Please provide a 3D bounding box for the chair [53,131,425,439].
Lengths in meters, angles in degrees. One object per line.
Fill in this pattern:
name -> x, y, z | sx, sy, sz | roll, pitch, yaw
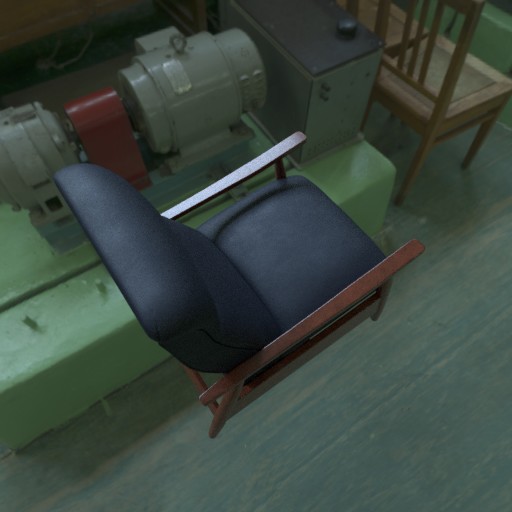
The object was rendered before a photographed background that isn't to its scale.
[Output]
chair -> 0.000, 0.000, 1.721 | 1.014, 1.082, 0.762 | -31, 63, -18
